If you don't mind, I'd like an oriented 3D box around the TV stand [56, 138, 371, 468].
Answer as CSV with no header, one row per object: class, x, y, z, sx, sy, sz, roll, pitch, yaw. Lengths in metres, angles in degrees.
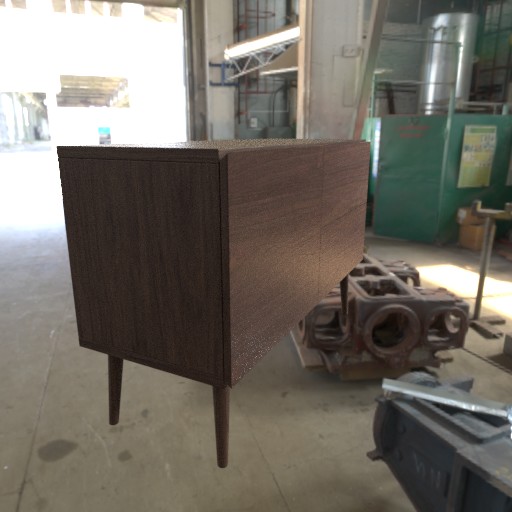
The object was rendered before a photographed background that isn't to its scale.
TV stand,0.000,0.000,1.322,0.405,0.660,0.990,8,18,26
